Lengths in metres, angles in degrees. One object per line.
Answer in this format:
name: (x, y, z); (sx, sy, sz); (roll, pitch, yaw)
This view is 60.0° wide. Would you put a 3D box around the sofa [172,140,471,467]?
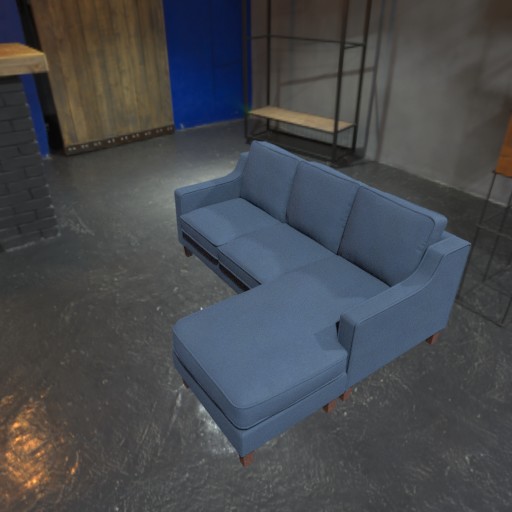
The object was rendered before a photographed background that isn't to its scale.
sofa: (0.000, 0.000, 3.390); (1.858, 1.066, 2.317); (-21, 38, -29)
